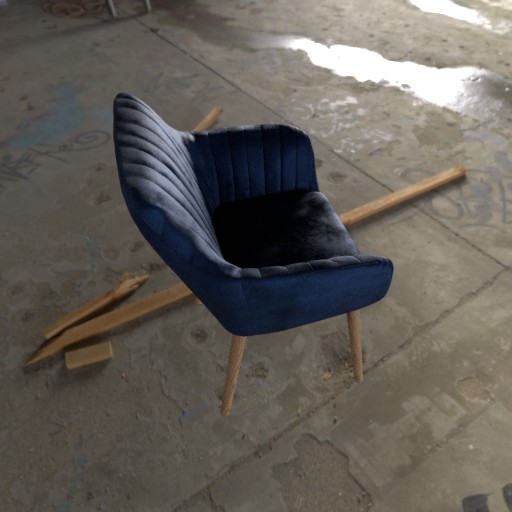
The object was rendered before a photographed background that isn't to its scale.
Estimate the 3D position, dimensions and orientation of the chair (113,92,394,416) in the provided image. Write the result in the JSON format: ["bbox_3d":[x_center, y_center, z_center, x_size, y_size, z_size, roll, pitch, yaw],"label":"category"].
[{"bbox_3d":[0.000,0.000,1.192,0.573,0.826,0.578,-11,47,-11],"label":"chair"}]
